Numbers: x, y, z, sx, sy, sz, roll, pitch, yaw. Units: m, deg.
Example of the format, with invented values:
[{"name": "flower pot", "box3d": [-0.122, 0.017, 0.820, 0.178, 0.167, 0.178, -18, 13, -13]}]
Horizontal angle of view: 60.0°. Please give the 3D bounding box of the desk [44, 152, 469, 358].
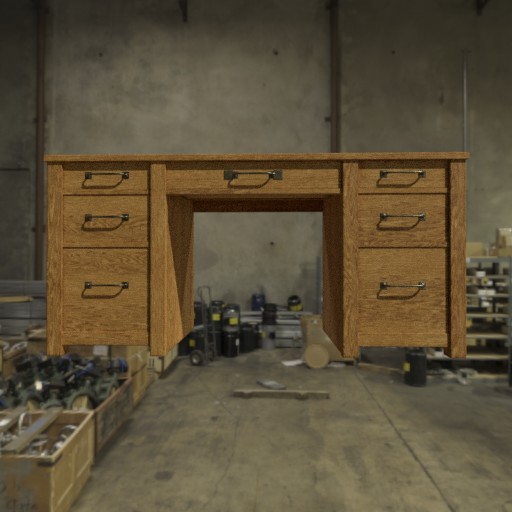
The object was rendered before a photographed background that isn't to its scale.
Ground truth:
[{"name": "desk", "box3d": [0.000, 0.000, 1.959, 1.567, 0.751, 0.685, 0, 0, 2]}]
